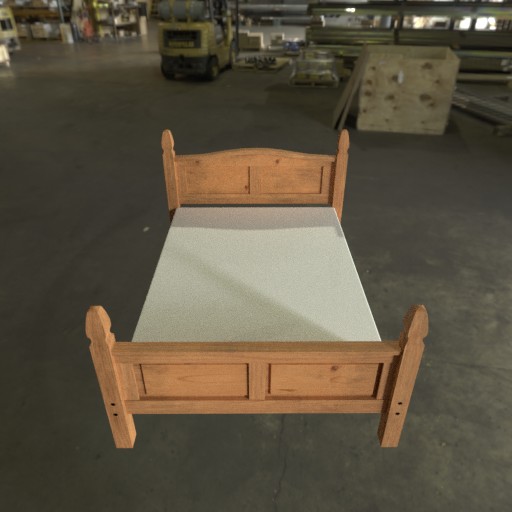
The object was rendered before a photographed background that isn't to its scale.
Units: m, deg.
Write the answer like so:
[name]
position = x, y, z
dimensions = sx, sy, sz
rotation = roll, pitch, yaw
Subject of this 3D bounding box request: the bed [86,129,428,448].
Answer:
[bed]
position = 0.000, 0.000, 2.929
dimensions = 1.490, 1.100, 2.069
rotation = 0, 32, 0
